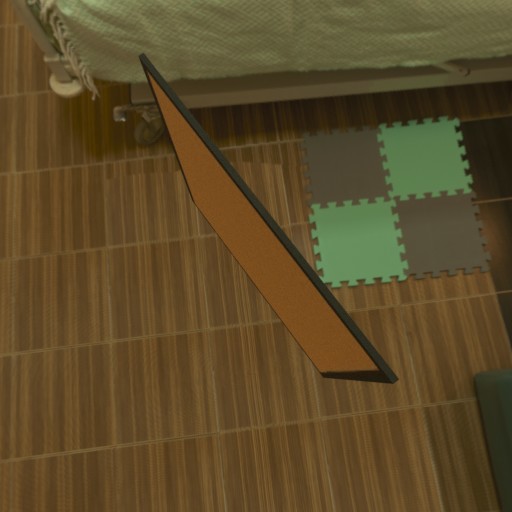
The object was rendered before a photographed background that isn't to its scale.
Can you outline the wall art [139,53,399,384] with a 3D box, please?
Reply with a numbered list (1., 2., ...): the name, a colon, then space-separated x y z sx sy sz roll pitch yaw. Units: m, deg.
1. wall art: 0.000 0.000 1.250 0.013 0.823 0.823 -35 78 -9
